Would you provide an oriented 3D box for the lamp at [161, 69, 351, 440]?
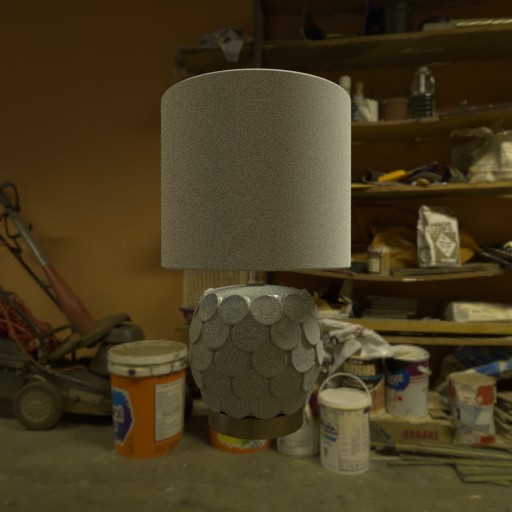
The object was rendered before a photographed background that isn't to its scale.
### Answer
[{"bbox_3d":[0.000,0.000,0.609,0.254,0.452,0.254,0,0,0],"label":"lamp"}]
